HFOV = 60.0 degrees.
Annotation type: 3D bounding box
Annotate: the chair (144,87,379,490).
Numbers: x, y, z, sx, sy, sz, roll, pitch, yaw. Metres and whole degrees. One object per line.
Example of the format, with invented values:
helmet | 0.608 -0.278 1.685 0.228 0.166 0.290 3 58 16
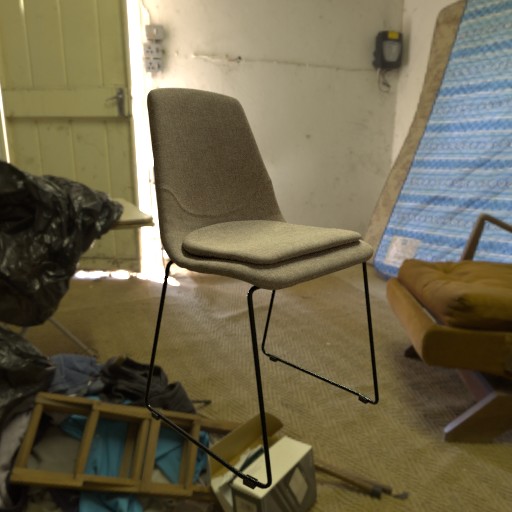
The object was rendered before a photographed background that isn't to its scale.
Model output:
chair | 0.000 0.000 1.146 0.518 0.858 0.479 13 19 43
